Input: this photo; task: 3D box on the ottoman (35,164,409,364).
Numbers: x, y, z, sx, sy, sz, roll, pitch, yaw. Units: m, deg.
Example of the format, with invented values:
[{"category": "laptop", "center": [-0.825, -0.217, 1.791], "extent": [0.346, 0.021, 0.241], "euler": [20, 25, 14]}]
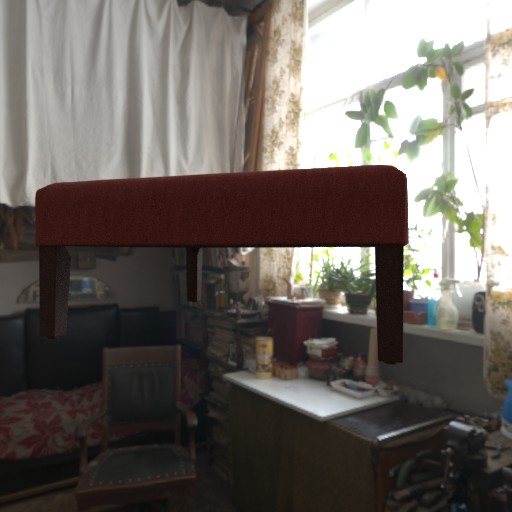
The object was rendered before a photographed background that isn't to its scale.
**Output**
[{"category": "ottoman", "center": [0.000, 0.000, 1.394], "extent": [0.889, 0.411, 0.890], "euler": [0, 1, 18]}]
